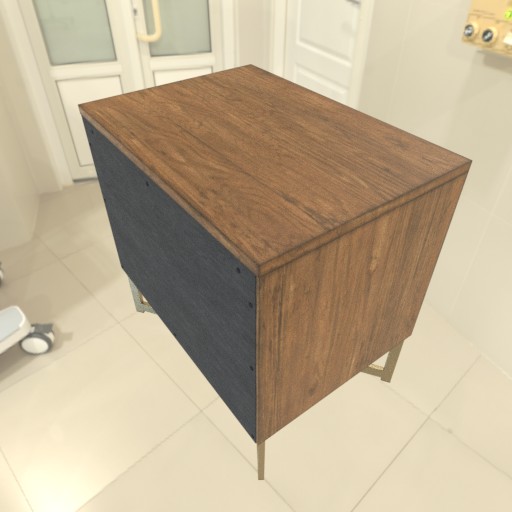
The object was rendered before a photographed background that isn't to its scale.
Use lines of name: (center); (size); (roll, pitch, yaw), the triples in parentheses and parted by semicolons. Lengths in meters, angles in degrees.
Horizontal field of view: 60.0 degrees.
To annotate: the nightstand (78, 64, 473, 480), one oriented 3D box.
nightstand: (0.000, 0.000, 1.004); (0.446, 0.610, 0.610); (-26, 47, -27)
